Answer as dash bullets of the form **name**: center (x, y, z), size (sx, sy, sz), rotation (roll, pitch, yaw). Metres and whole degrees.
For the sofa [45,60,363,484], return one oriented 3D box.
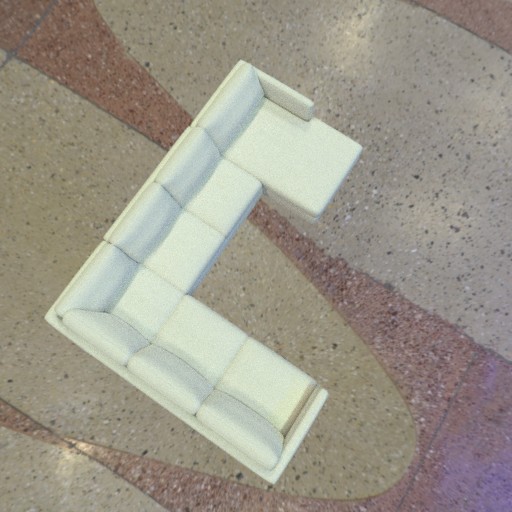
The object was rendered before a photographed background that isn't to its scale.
- **sofa**: center (0.000, 0.000, 4.403), size (2.551, 0.853, 3.238), rotation (33, 80, 7)
